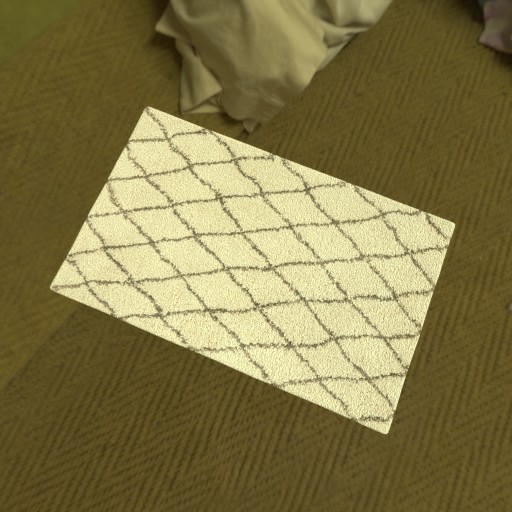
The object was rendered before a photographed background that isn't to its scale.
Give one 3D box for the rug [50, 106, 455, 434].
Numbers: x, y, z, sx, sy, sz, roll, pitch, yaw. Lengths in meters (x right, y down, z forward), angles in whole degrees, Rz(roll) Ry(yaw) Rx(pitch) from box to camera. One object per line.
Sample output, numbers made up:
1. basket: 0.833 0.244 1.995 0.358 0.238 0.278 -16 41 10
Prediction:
1. rug: 0.000 0.000 3.094 2.438 0.030 1.524 22 77 5
